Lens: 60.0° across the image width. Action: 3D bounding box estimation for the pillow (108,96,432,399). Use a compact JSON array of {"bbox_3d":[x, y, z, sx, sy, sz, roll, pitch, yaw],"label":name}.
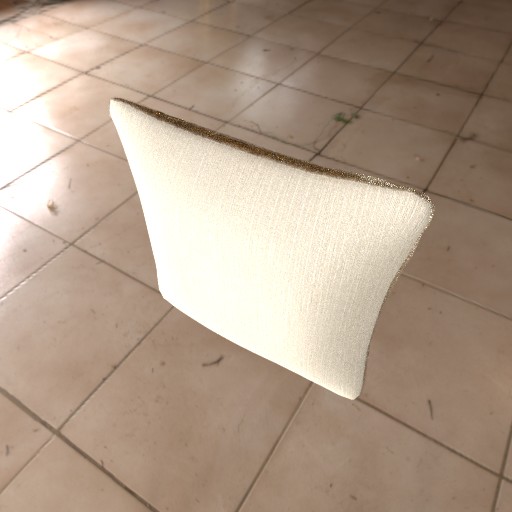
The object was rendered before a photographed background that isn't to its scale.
[{"bbox_3d":[0.000,0.000,0.828,0.538,0.525,0.216,24,51,21],"label":"pillow"}]
